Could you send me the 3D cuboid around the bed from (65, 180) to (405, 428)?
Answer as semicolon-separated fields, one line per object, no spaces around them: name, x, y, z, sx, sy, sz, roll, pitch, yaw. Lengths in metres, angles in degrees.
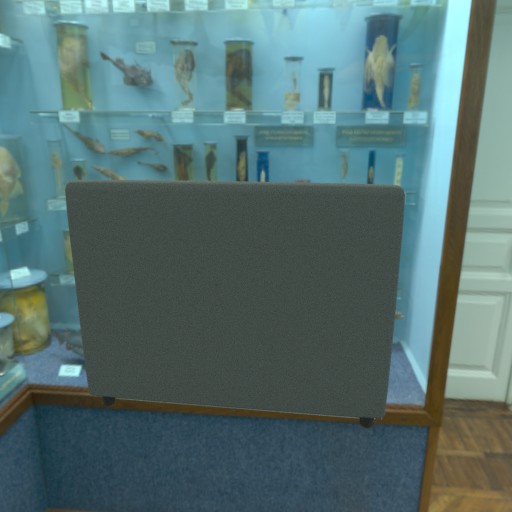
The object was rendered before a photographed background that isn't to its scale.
bed;0.000;0.000;3.310;1.748;1.330;2.142;2;16;7
